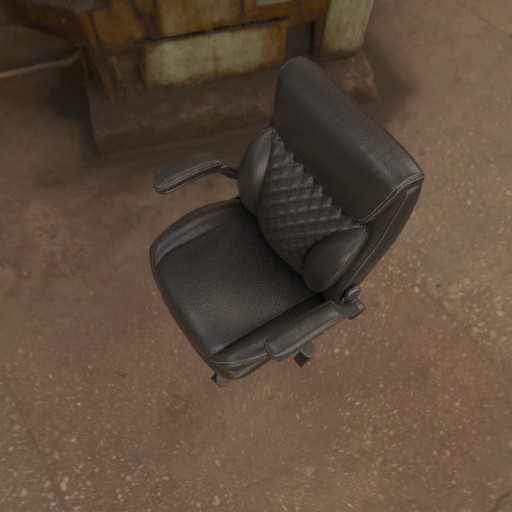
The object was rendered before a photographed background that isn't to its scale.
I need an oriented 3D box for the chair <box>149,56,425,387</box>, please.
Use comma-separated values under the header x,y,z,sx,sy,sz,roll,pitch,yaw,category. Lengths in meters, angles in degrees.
x,y,z,sx,sy,sz,roll,pitch,yaw,category
0.000,0.000,1.607,0.724,1.110,0.782,-31,67,-14,chair
